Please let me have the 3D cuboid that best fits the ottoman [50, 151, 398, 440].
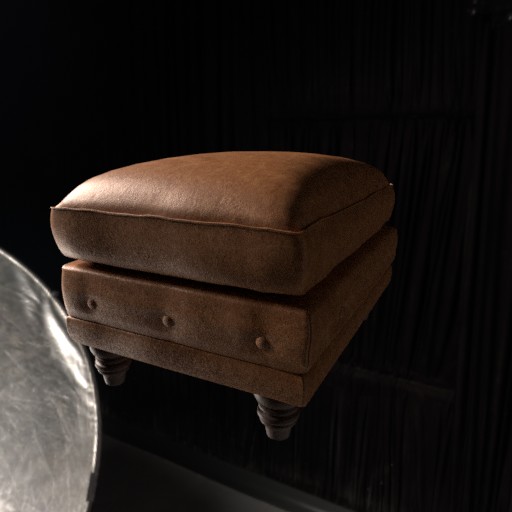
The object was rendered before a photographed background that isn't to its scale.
[{"bbox_3d":[0.000,0.000,1.051,0.533,0.480,0.710,8,17,26],"label":"ottoman"}]
